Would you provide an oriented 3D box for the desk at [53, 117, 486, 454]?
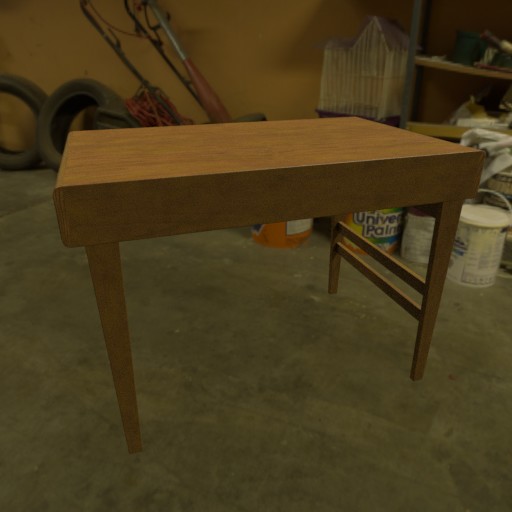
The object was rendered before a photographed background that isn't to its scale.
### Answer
[{"bbox_3d":[0.000,0.000,1.463,1.066,0.754,0.660,-8,27,-17],"label":"desk"}]
